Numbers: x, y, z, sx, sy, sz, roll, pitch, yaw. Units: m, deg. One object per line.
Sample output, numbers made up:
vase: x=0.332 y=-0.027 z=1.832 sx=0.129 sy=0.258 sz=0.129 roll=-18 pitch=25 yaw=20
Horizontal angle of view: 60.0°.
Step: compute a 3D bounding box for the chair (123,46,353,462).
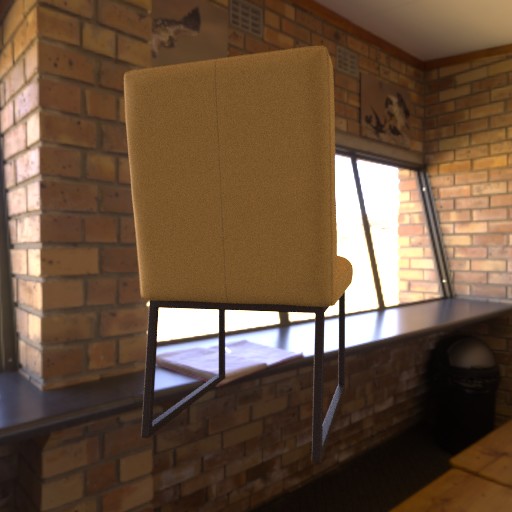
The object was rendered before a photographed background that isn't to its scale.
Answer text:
chair: x=0.000 y=0.000 z=1.311 sx=0.520 sy=0.930 sz=0.634 roll=0 pitch=1 yaw=17
